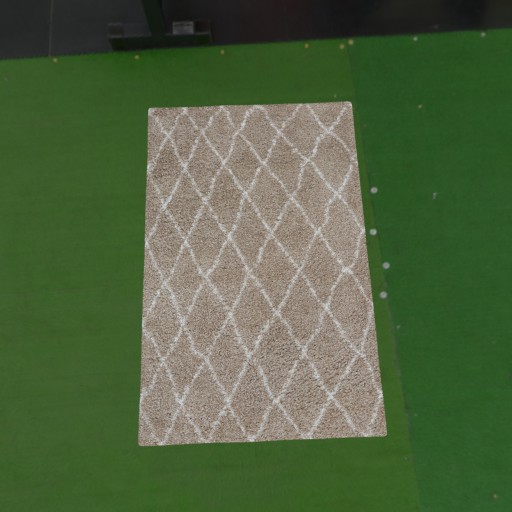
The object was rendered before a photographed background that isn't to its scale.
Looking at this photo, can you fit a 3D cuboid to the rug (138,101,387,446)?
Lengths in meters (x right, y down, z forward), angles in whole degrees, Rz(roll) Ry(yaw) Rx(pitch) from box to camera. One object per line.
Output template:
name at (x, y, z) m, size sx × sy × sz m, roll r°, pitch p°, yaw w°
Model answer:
rug at (0.000, 0.000, 3.524) m, size 1.778 × 0.030 × 2.743 m, roll -2°, pitch 75°, yaw -1°
